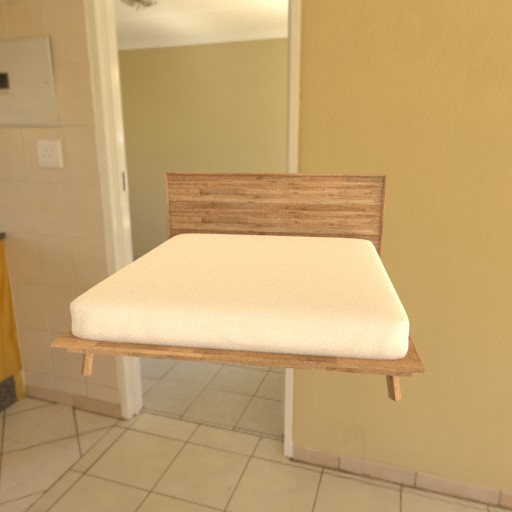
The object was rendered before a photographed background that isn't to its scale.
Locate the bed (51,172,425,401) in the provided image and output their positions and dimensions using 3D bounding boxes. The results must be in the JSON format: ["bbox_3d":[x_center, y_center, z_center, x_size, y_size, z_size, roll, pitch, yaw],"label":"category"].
[{"bbox_3d":[0.000,0.000,3.353,2.116,1.100,2.167,2,15,8],"label":"bed"}]
